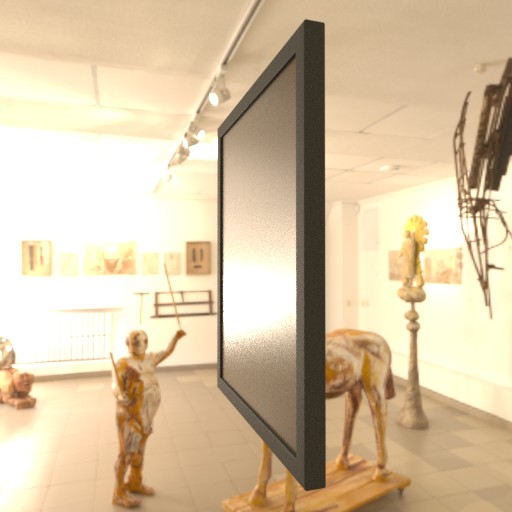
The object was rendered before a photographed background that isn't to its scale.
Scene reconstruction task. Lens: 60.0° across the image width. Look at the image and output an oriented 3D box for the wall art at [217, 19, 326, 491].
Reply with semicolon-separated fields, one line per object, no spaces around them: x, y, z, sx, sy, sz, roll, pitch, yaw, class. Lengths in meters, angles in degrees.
0.000;0.000;0.744;0.028;0.558;0.457;0;-1;-18;wall art
